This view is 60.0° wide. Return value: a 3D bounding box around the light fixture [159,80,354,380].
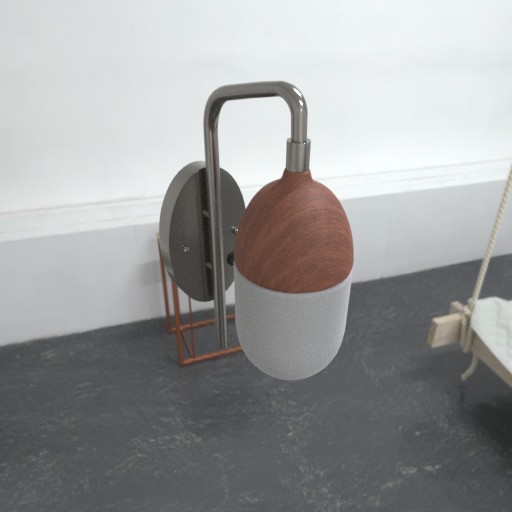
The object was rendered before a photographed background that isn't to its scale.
[{"bbox_3d":[0.000,0.000,0.449,0.108,0.343,0.216,-22,37,-32],"label":"light fixture"}]
